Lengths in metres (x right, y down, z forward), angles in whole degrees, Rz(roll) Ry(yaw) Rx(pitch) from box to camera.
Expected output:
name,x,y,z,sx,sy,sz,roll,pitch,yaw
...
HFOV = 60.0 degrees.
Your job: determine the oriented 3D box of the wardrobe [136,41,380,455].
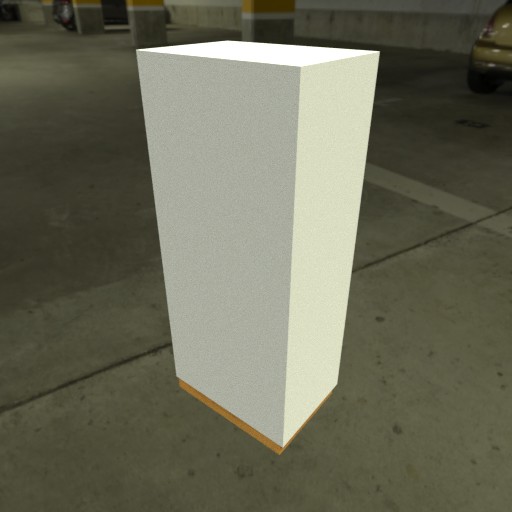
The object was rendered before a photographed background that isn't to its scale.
name,x,y,z,sx,sy,sz,roll,pitch,yaw
wardrobe,0.000,0.000,2.417,0.860,2.040,0.600,22,37,33
